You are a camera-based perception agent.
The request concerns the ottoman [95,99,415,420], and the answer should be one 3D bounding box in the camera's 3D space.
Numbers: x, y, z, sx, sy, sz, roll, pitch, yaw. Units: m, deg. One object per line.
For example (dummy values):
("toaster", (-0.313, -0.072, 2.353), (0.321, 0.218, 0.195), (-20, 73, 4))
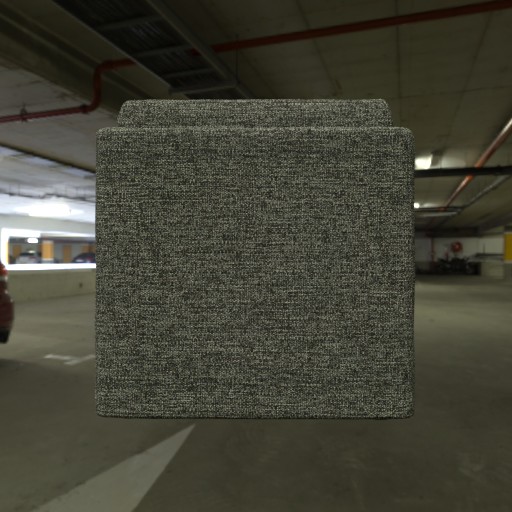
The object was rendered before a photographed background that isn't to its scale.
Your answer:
("ottoman", (0.000, 0.000, 0.821), (0.450, 0.463, 0.450), (0, 0, 1))
